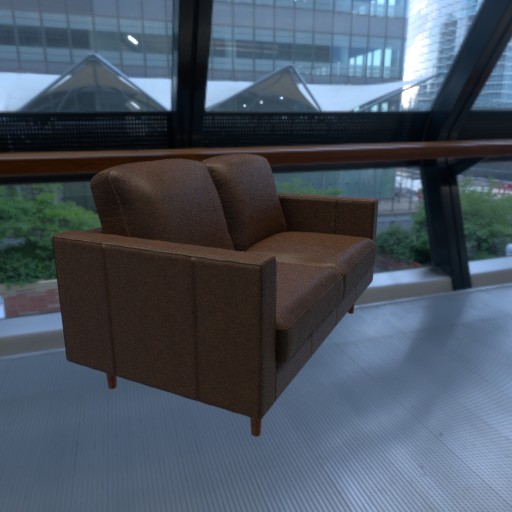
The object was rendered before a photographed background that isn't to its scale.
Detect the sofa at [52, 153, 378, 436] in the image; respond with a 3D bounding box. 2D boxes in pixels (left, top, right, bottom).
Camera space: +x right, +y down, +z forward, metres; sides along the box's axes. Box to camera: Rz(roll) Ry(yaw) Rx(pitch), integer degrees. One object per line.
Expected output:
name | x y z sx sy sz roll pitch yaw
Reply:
sofa | 0.000 0.000 2.177 0.909 0.951 1.578 7 17 26
